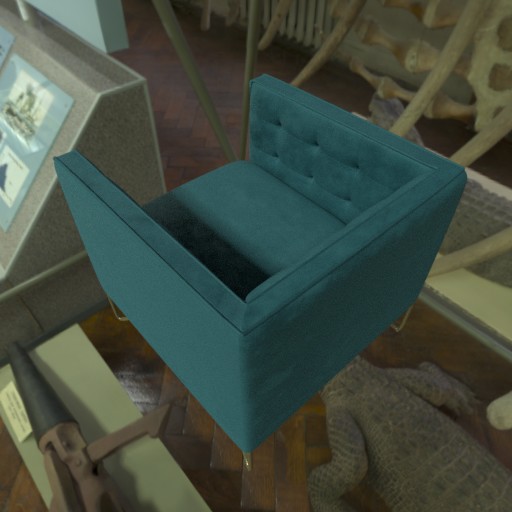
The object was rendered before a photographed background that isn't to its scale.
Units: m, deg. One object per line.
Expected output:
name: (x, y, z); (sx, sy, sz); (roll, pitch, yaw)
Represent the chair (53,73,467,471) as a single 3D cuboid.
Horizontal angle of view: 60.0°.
chair: (0.000, 0.000, 1.551); (0.880, 0.790, 0.894); (-33, 54, -28)
